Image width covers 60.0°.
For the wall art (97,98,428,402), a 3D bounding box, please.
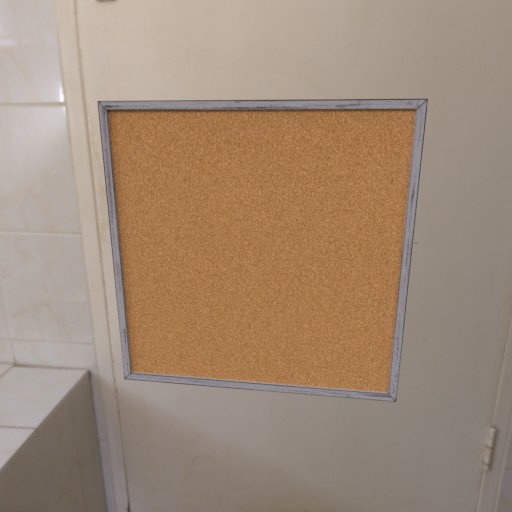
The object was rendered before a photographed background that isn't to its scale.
[{"bbox_3d":[0.000,0.000,0.763,0.506,0.506,0.038,2,17,8],"label":"wall art"}]
